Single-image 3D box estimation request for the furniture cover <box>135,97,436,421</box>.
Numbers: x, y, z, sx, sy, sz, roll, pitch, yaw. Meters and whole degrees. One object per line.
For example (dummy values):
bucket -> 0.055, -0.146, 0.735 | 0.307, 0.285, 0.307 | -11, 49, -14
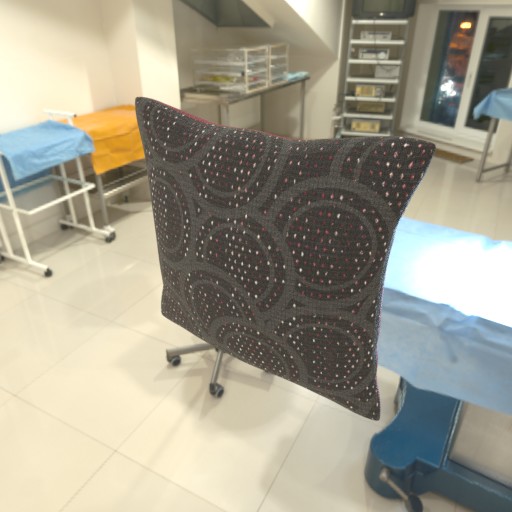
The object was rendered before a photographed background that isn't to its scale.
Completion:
furniture cover -> 0.000, 0.000, 0.816 | 0.552, 0.509, 0.193 | 19, 35, 30
